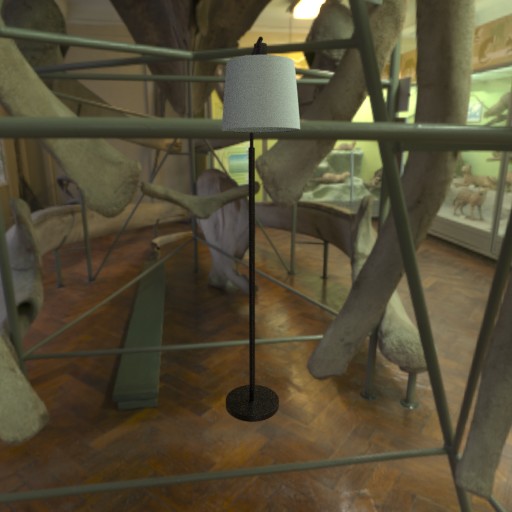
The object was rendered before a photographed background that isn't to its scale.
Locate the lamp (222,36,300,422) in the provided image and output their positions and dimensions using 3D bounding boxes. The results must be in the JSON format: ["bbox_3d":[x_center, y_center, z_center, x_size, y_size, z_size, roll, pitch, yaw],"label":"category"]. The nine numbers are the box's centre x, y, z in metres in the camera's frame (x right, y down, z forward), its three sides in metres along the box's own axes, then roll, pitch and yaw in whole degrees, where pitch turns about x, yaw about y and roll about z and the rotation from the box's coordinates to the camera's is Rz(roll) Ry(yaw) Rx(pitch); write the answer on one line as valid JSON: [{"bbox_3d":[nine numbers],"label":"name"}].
[{"bbox_3d":[0.000,0.000,1.684,0.254,1.478,0.508,-2,16,-7],"label":"lamp"}]
